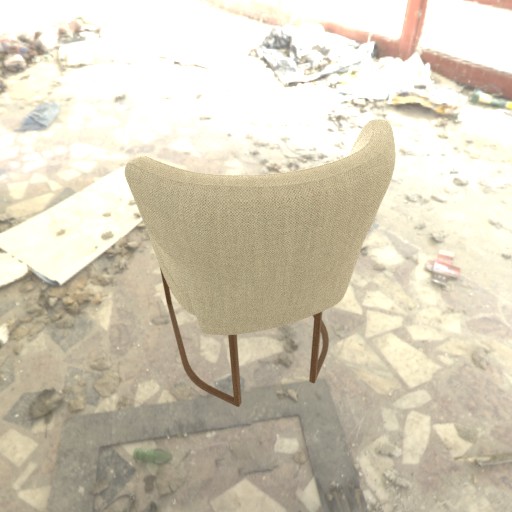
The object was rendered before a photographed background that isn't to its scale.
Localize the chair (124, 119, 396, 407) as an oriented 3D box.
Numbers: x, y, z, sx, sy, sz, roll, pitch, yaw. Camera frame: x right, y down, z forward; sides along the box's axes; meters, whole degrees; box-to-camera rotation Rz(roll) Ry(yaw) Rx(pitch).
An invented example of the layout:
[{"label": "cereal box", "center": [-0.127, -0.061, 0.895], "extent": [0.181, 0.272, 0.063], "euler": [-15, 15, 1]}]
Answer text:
[{"label": "chair", "center": [0.000, 0.000, 1.266], "extent": [0.611, 0.824, 0.617], "euler": [-13, 43, -14]}]
